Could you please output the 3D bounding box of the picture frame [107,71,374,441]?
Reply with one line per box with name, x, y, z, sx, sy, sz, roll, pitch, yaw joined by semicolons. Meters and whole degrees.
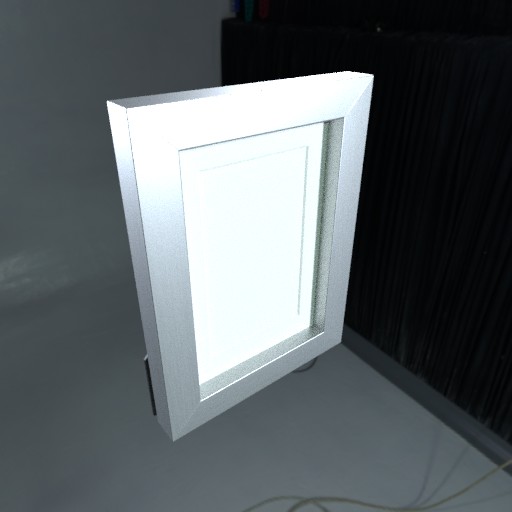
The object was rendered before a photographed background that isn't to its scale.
picture frame;0.000;0.000;0.285;0.157;0.208;0.028;-21;36;-32
